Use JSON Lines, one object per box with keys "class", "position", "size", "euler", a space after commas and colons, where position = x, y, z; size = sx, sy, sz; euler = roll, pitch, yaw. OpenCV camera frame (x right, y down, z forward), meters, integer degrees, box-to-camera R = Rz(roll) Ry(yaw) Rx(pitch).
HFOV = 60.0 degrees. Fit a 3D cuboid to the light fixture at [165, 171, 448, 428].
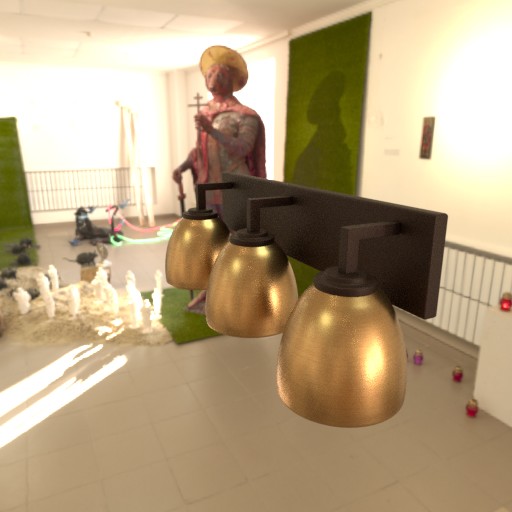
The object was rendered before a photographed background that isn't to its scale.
{"class": "light fixture", "position": [0.000, 0.000, 0.668], "size": [0.157, 0.204, 0.582], "euler": [-8, 18, -26]}
